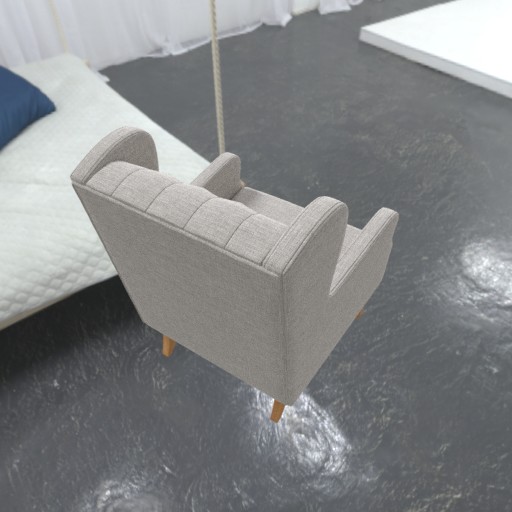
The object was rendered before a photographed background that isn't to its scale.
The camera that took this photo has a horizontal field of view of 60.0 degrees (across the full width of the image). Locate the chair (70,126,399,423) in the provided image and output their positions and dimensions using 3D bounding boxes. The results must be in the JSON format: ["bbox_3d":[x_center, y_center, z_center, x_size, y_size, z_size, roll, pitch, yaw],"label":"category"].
[{"bbox_3d":[0.000,0.000,1.492,0.710,0.930,0.760,24,49,23],"label":"chair"}]
